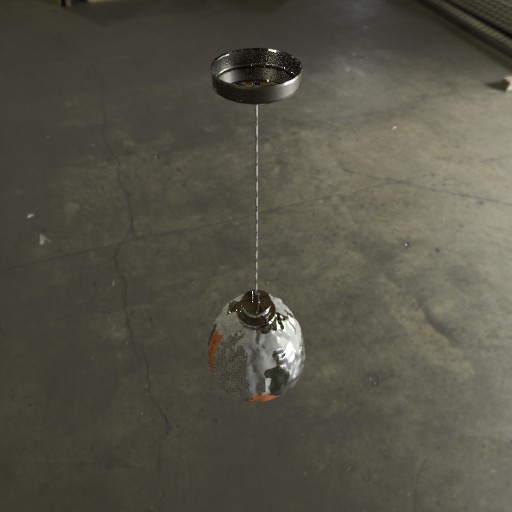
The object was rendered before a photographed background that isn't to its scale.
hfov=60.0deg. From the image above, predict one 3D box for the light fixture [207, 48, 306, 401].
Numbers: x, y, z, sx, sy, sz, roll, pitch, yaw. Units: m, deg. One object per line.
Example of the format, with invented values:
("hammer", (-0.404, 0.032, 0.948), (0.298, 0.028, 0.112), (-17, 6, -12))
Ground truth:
("light fixture", (0.000, 0.000, 1.761), (0.496, 1.511, 0.500), (-24, 51, -21))
